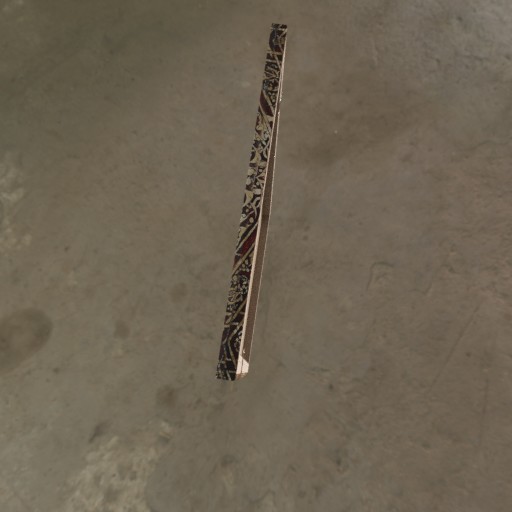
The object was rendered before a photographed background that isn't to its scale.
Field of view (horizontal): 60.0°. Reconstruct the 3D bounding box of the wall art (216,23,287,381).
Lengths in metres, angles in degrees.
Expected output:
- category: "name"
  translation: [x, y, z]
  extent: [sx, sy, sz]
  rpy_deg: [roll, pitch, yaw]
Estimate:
- category: "wall art"
  translation: [0.000, 0.000, 1.130]
  extent: [0.030, 0.904, 0.599]
  rpy_deg: [8, 75, 2]
